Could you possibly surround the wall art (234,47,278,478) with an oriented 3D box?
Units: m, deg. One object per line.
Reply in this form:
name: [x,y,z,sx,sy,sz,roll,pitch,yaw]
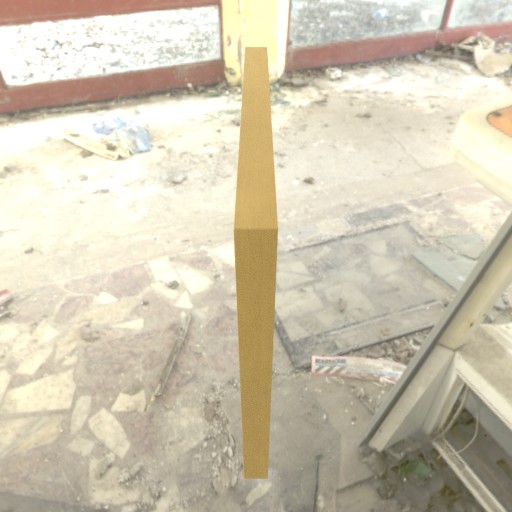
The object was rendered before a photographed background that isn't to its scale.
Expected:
wall art: [0.000,0.000,0.736,0.038,0.508,0.508,0,41,0]
